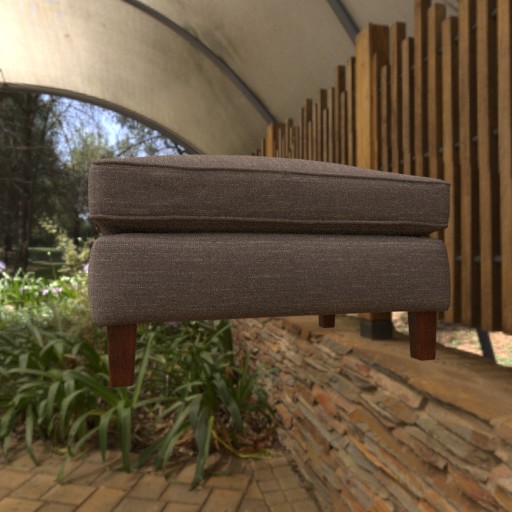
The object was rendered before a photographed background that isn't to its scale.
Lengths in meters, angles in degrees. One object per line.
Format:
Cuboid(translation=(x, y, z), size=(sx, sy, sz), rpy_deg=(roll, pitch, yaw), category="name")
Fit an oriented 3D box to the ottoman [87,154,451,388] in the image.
Cuboid(translation=(0.000, 0.000, 0.984), size=(0.686, 0.406, 0.508), rpy_deg=(0, 0, -18), category="ottoman")
